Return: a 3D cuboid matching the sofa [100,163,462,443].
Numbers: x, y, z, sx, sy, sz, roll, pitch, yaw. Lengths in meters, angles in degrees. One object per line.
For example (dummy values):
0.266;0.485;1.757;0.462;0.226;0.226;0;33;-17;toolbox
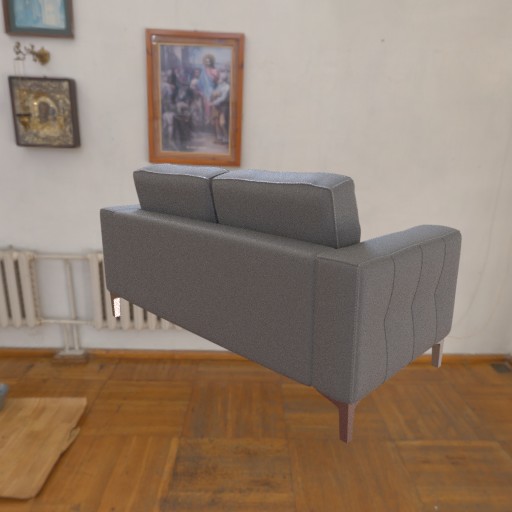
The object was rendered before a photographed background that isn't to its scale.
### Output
0.000;0.000;2.235;1.726;0.892;0.833;14;20;43;sofa
